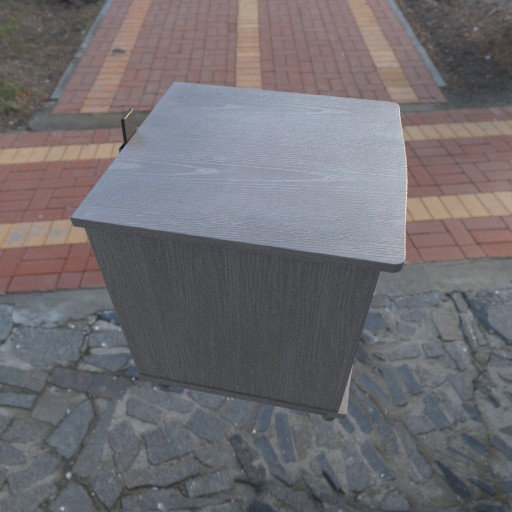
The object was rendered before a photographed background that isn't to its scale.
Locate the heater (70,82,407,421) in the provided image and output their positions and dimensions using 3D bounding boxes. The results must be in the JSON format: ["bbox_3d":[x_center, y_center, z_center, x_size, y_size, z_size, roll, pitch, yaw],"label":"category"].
[{"bbox_3d":[0.000,0.000,0.749,0.400,0.481,0.362,8,46,8],"label":"heater"}]
